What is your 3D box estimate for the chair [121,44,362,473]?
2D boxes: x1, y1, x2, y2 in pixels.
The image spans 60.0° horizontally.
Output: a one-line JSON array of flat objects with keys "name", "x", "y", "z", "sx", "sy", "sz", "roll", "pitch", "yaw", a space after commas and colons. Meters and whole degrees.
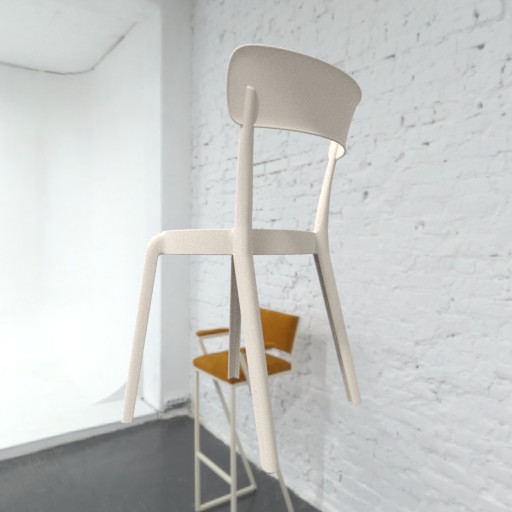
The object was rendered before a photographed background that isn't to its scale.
[{"name": "chair", "x": 0.000, "y": 0.000, "z": 1.098, "sx": 0.491, "sy": 0.790, "sz": 0.506, "roll": 1, "pitch": 1, "yaw": 34}]
